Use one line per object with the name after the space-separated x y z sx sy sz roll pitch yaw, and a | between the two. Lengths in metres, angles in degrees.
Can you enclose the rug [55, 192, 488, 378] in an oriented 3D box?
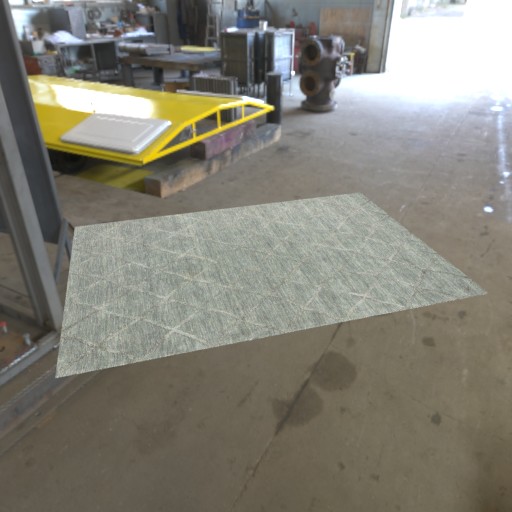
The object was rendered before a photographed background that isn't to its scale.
0.000 0.000 2.852 2.283 0.006 1.521 -8 32 -14 | rug
